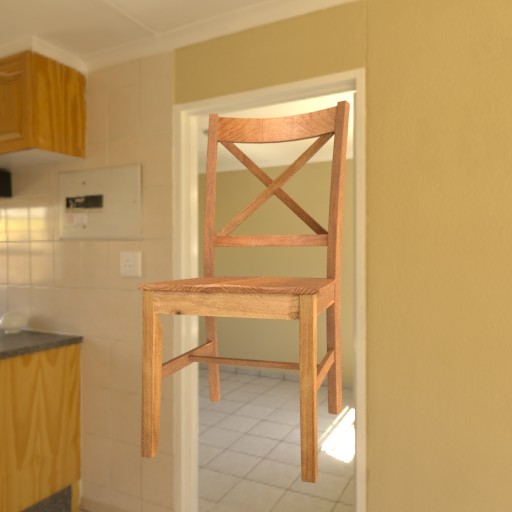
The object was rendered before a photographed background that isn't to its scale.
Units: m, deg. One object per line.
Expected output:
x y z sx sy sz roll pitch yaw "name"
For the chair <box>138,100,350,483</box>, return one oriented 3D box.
0.000 0.000 1.270 0.485 0.983 0.542 0 0 17 "chair"
